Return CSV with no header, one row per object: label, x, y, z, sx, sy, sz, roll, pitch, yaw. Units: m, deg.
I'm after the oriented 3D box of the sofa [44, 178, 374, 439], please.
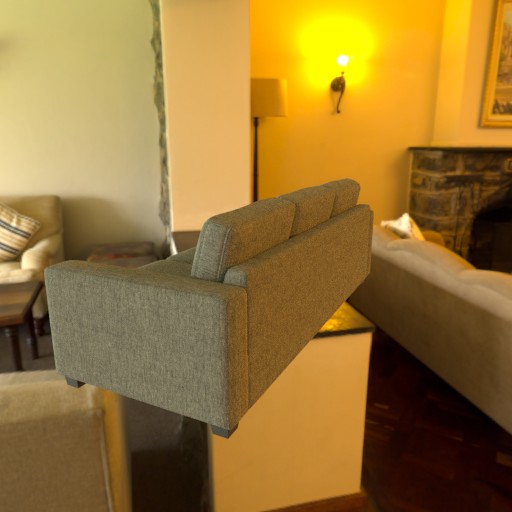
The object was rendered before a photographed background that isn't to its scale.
sofa,0.000,0.000,2.588,0.900,0.800,2.160,7,16,26
